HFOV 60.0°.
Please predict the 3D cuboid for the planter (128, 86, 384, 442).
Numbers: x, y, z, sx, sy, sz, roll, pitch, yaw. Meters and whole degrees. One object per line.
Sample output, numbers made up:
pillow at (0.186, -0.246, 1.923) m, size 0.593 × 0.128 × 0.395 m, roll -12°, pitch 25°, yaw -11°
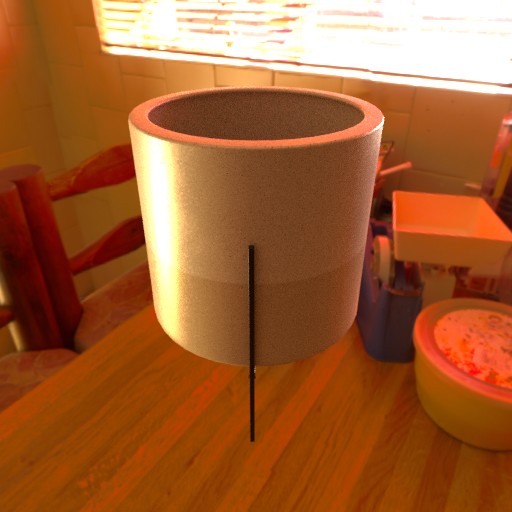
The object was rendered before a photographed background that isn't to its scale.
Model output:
planter at (0.000, 0.000, 0.753) m, size 0.359 × 0.484 × 0.368 m, roll 1°, pitch 31°, yaw 2°
